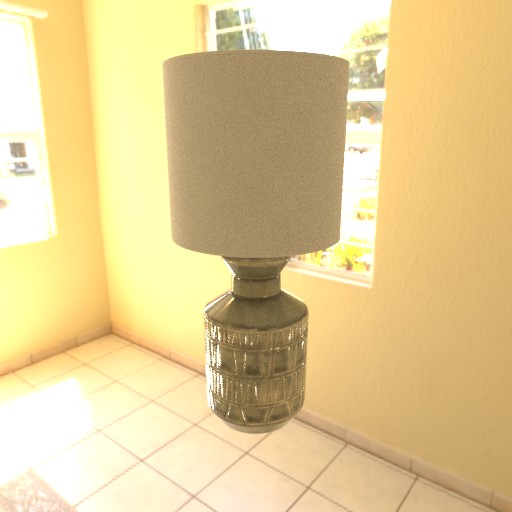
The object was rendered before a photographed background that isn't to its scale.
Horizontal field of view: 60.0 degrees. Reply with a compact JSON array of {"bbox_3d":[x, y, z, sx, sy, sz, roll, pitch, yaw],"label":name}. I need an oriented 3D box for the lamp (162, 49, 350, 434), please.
[{"bbox_3d":[0.000,0.000,0.571,0.211,0.455,0.211,8,18,28],"label":"lamp"}]
